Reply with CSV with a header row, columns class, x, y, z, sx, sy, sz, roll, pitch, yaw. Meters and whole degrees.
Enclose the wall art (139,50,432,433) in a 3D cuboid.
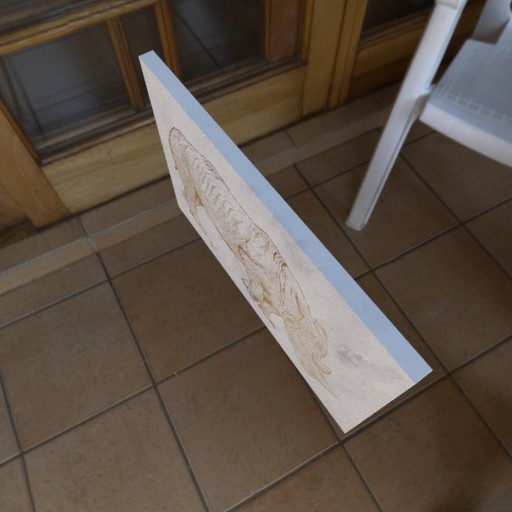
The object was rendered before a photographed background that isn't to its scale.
class,x,y,z,sx,sy,sz,roll,pitch,yaw
wall art,0.000,0.000,1.131,0.038,0.610,0.915,-31,66,-16
